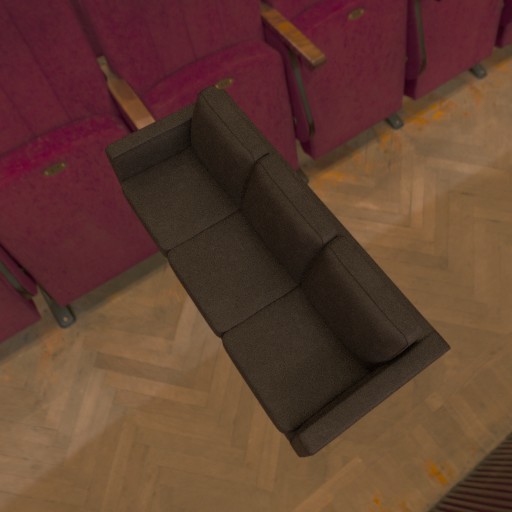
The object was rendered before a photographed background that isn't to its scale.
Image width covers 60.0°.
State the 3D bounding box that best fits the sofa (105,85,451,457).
[{"bbox_3d":[0.000,0.000,2.563,0.879,0.899,2.029,-32,68,-14],"label":"sofa"}]
